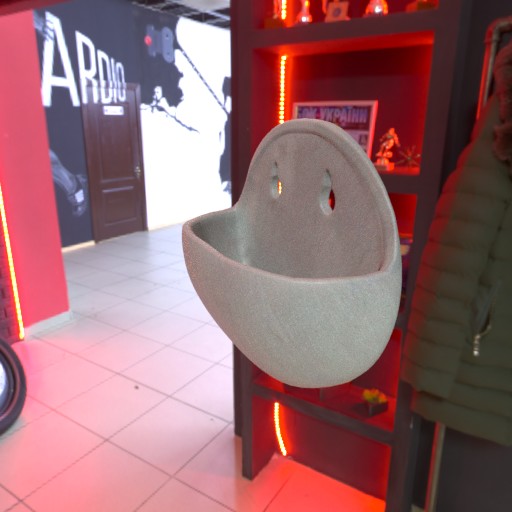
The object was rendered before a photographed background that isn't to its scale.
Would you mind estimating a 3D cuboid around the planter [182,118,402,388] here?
[{"bbox_3d":[0.000,0.000,0.275,0.073,0.164,0.190,-7,18,-24],"label":"planter"}]
